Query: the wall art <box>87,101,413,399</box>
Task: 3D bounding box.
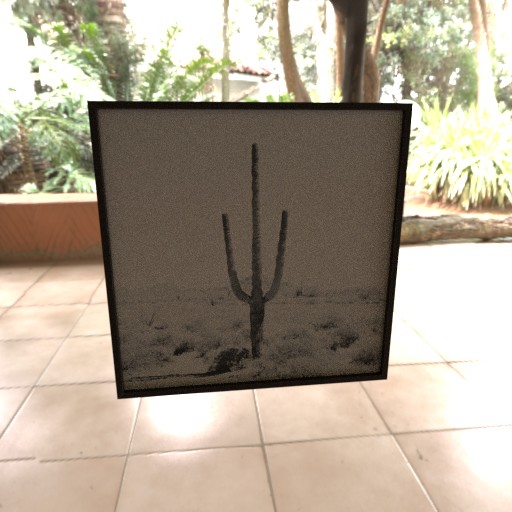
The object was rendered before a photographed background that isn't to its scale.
[{"bbox_3d":[0.000,0.000,0.775,0.508,0.508,0.038,-2,17,-7],"label":"wall art"}]
